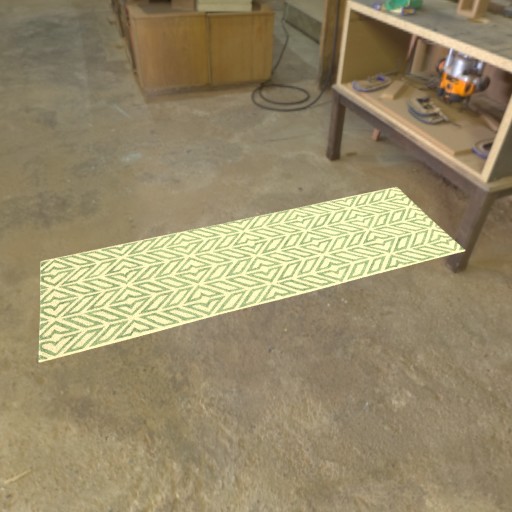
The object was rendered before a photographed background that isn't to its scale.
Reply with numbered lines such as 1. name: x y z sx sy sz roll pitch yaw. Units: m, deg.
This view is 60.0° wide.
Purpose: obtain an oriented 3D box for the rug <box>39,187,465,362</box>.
1. rug: 0.000 0.000 2.656 2.435 0.009 0.750 -13 43 -14
